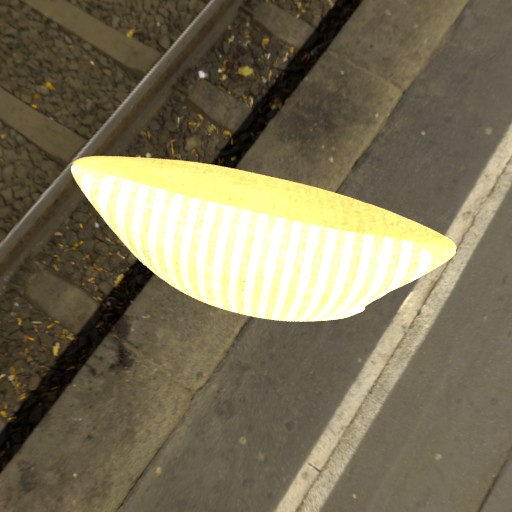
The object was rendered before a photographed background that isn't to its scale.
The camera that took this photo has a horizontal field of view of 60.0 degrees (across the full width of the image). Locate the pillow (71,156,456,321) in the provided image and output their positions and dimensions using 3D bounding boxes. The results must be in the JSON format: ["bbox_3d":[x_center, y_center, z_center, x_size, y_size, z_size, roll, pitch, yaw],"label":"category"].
[{"bbox_3d":[0.000,0.000,0.652,0.419,0.407,0.173,13,76,3],"label":"pillow"}]
